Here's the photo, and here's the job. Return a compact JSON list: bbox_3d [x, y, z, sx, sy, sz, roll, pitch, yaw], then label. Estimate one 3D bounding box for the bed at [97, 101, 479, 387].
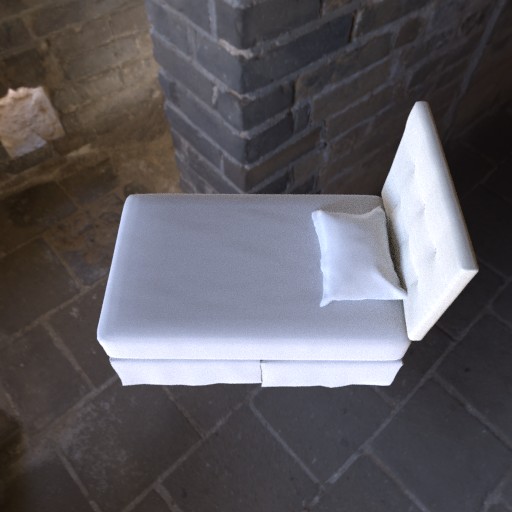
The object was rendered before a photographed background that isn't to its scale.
[{"bbox_3d":[0.000,0.000,2.892,1.997,1.571,1.261,0,57,0],"label":"bed"}]
